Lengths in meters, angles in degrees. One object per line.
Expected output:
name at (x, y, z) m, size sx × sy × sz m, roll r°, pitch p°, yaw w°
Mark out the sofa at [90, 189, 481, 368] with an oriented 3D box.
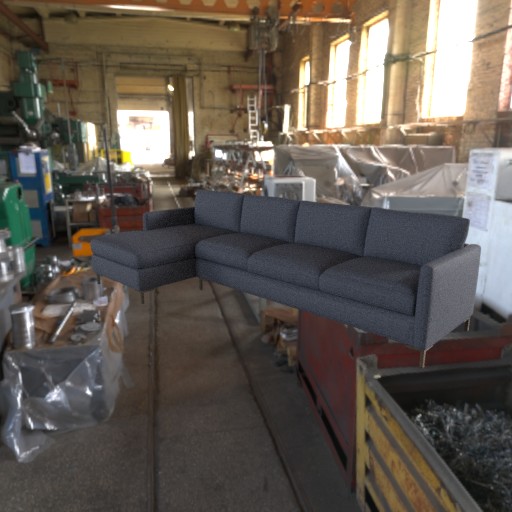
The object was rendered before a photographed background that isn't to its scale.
sofa at (0.000, 0.000, 2.908) m, size 2.445 × 0.673 × 1.125 m, roll 13°, pitch 19°, yaw 42°
